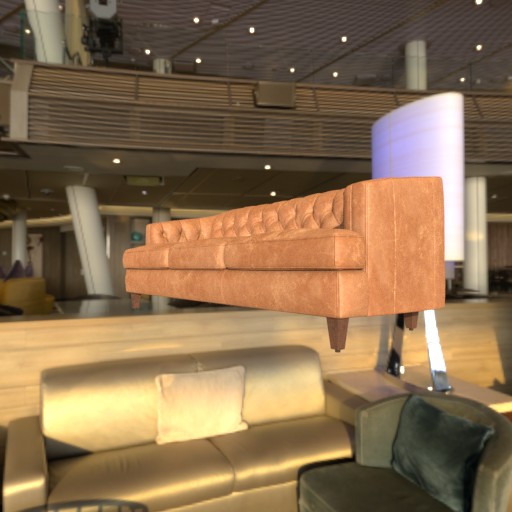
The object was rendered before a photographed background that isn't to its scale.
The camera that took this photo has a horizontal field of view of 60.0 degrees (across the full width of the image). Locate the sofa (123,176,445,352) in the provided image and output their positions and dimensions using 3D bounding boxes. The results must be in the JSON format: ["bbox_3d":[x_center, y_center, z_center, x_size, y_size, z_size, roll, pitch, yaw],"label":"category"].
[{"bbox_3d":[0.000,0.000,2.759,0.922,0.791,2.257,1,-2,-36],"label":"sofa"}]
